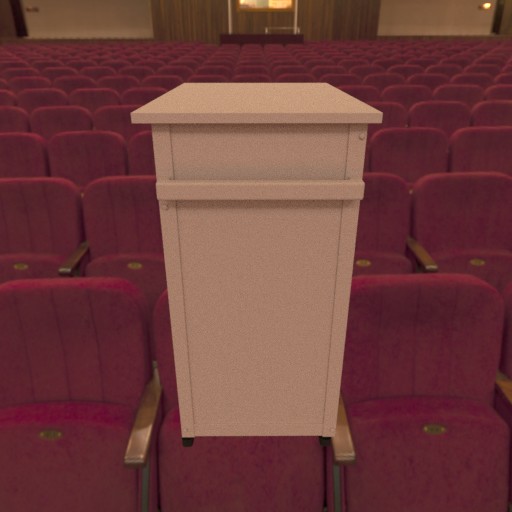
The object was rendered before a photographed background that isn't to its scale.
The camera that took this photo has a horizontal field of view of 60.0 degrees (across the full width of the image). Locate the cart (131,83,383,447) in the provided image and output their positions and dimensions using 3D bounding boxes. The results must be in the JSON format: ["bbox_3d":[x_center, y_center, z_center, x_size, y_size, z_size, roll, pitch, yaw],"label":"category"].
[{"bbox_3d":[0.000,0.000,1.253,0.442,0.864,0.683,0,26,0],"label":"cart"}]
